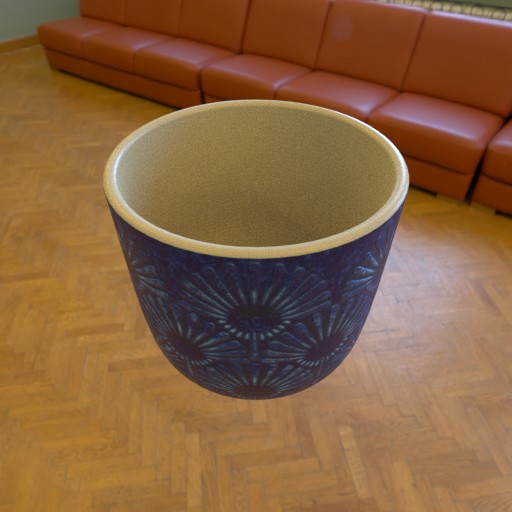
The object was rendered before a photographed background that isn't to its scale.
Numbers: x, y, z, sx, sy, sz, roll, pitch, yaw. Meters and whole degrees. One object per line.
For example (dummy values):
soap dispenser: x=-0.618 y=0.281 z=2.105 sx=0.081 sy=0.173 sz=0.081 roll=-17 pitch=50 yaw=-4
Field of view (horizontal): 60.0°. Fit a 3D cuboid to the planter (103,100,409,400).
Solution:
planter: x=0.000 y=0.000 z=0.220 sx=0.124 sy=0.109 sz=0.124 roll=0 pitch=41 yaw=0
